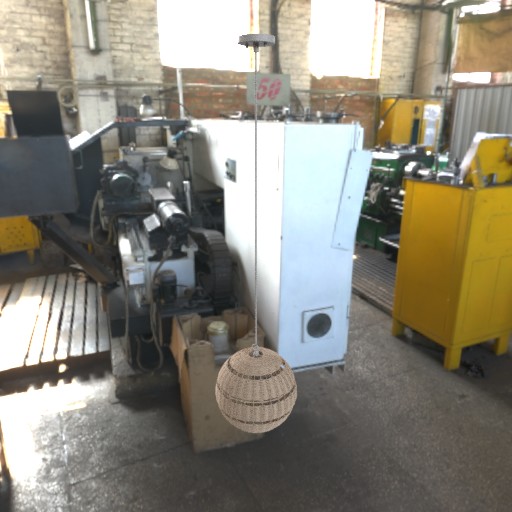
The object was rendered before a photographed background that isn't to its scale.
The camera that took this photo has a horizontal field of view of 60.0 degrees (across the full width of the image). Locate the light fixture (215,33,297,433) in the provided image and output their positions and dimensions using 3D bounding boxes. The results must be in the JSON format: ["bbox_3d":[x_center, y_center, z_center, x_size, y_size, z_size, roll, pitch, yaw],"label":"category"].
[{"bbox_3d":[0.000,0.000,2.252,0.457,2.019,0.457,9,20,26],"label":"light fixture"}]
